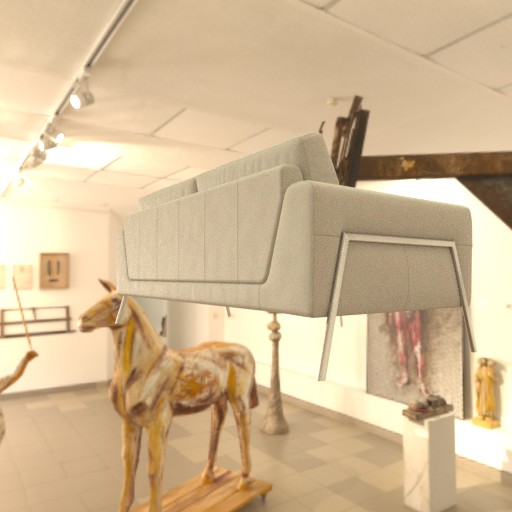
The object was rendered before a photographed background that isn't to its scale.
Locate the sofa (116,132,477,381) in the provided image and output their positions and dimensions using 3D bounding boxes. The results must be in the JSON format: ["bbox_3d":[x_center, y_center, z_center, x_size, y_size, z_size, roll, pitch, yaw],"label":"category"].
[{"bbox_3d":[0.000,0.000,2.487,0.953,0.875,2.017,2,-3,-35],"label":"sofa"}]
